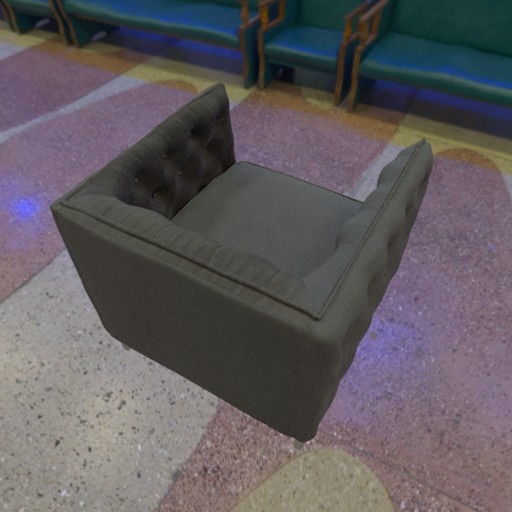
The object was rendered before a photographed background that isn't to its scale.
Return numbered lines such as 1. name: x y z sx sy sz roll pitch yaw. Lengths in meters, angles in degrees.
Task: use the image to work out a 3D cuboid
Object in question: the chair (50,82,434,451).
1. chair: 0.000 0.000 1.646 0.946 0.807 0.913 23 51 20
